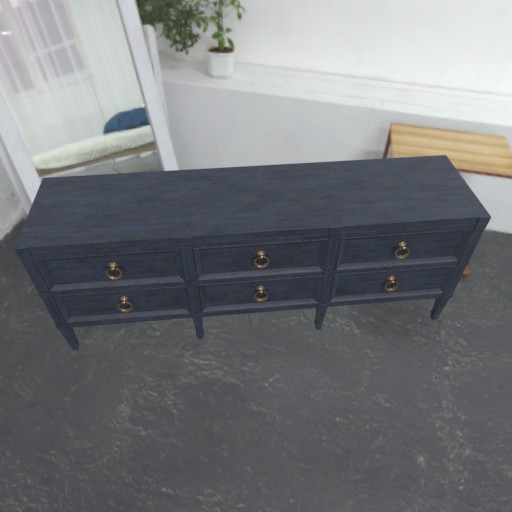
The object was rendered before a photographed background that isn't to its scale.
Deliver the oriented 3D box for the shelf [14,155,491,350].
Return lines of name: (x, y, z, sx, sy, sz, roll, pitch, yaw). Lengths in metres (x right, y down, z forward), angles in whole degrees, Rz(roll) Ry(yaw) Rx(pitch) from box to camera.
shelf: (0.000, 0.000, 2.148, 1.878, 0.715, 0.471, -4, 45, -4)
